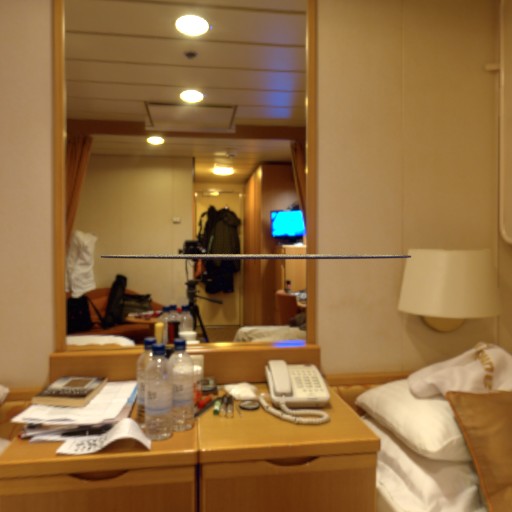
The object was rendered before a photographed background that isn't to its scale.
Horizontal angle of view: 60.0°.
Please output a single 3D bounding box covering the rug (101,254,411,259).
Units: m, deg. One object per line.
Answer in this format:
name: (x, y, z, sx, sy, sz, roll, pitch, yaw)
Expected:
rug: (0.000, 0.000, 3.602, 2.386, 0.014, 2.386, 0, 1, 0)
